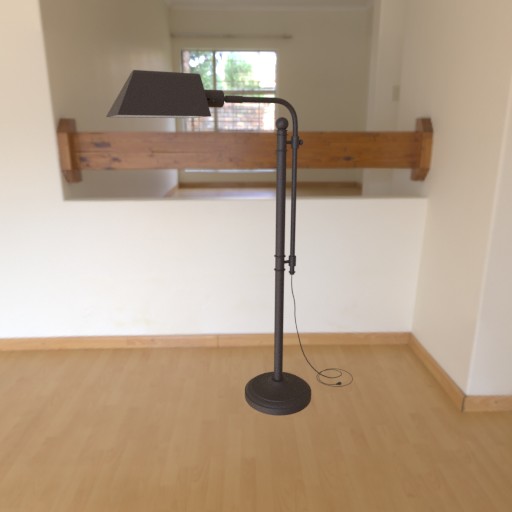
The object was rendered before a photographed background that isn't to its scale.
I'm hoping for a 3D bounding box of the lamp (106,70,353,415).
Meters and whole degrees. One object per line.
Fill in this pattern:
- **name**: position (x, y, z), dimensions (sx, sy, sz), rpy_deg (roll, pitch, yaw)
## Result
- **lamp**: position (0.000, 0.000, 0.941), dimensions (0.545, 0.708, 0.159), rpy_deg (-8, 17, -25)
